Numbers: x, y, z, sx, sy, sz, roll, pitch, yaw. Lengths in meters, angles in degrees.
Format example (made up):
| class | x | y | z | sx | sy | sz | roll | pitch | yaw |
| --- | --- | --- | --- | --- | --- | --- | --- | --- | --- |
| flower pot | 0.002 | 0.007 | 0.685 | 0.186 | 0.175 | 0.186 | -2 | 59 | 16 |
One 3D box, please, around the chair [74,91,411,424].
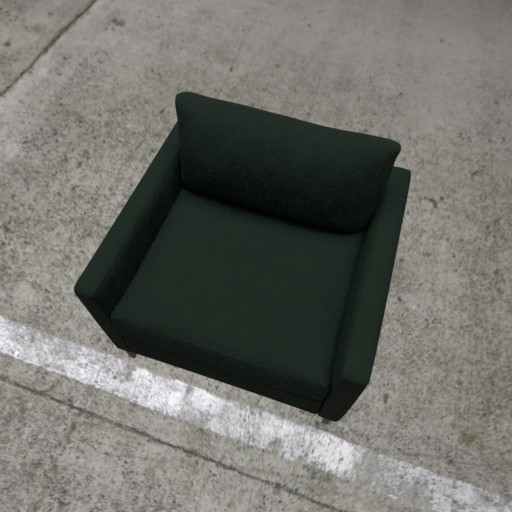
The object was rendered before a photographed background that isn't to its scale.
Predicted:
| class | x | y | z | sx | sy | sz | roll | pitch | yaw |
| --- | --- | --- | --- | --- | --- | --- | --- | --- | --- |
| chair | 0.000 | 0.000 | 1.662 | 0.963 | 0.861 | 0.866 | 16 | 59 | 10 |
